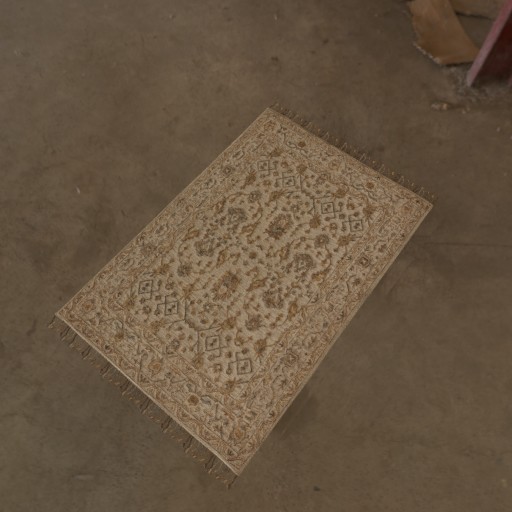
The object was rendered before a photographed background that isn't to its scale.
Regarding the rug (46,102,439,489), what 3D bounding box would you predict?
[{"bbox_3d":[0.000,0.000,3.038,1.529,0.027,2.434,35,69,16],"label":"rug"}]
